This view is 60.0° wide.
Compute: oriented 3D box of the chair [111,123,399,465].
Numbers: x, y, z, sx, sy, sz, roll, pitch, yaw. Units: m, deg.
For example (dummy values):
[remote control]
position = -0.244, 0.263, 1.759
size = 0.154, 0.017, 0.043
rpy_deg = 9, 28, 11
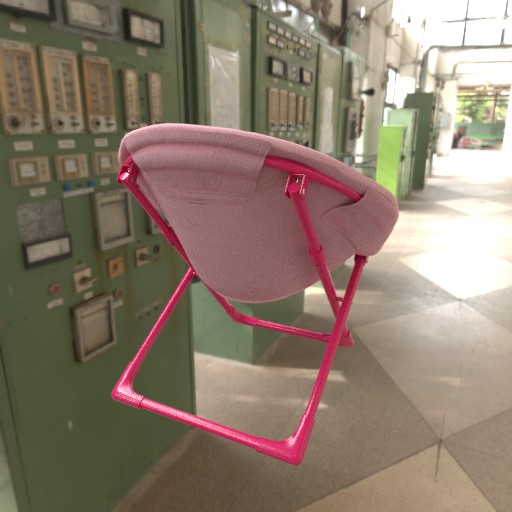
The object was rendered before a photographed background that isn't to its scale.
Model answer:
[chair]
position = 0.000, 0.000, 0.864
size = 0.522, 0.494, 0.459
rpy_deg = 8, 18, 26
